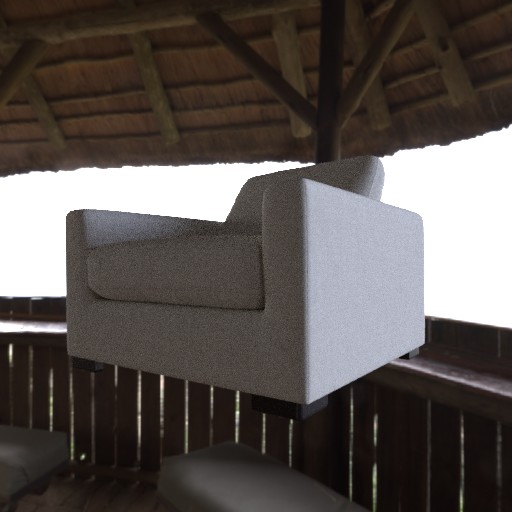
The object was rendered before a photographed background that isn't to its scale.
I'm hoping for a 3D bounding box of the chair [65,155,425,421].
[{"bbox_3d":[0.000,0.000,1.834,1.070,0.876,1.100,-1,-2,36],"label":"chair"}]
